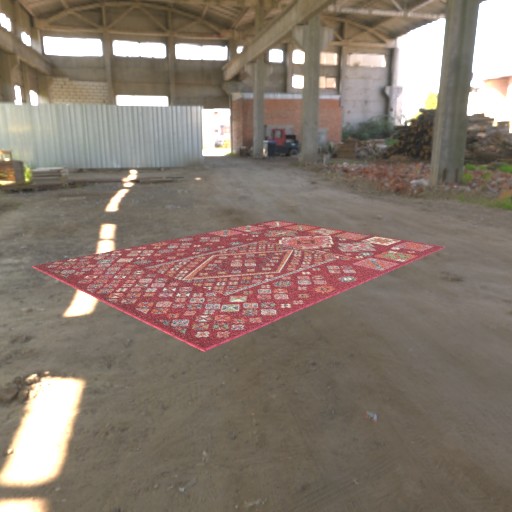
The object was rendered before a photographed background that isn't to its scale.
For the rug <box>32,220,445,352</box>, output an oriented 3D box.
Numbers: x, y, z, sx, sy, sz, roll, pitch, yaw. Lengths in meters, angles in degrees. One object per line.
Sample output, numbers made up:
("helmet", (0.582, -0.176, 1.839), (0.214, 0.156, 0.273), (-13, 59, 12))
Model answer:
("rug", (0.000, 0.000, 4.321), (2.389, 0.011, 3.306), (13, 20, 42))
